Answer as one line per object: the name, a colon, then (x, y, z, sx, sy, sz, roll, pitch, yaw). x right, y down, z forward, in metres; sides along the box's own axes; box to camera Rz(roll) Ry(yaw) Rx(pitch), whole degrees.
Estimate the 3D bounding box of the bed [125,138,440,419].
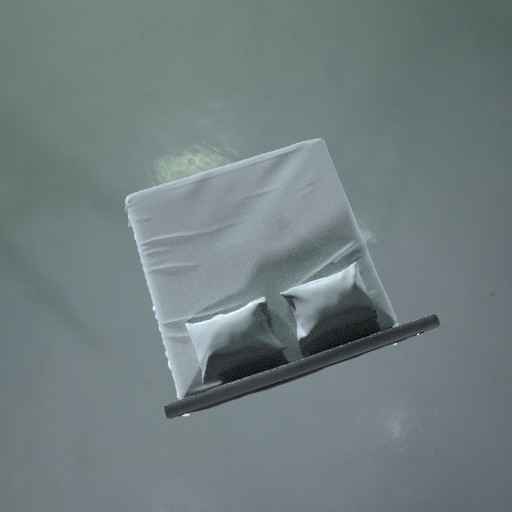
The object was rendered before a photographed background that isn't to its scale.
bed: (0.000, 0.000, 3.850, 2.314, 1.651, 2.219, -18, 76, -5)
